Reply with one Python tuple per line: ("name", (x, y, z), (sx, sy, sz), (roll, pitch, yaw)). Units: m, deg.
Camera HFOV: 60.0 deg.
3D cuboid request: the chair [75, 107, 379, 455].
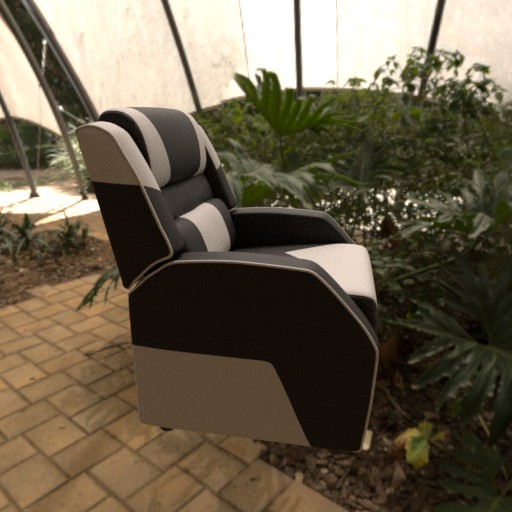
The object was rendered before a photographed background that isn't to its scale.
("chair", (0.000, 0.000, 1.262), (0.672, 0.805, 0.620), (3, 18, 11))
